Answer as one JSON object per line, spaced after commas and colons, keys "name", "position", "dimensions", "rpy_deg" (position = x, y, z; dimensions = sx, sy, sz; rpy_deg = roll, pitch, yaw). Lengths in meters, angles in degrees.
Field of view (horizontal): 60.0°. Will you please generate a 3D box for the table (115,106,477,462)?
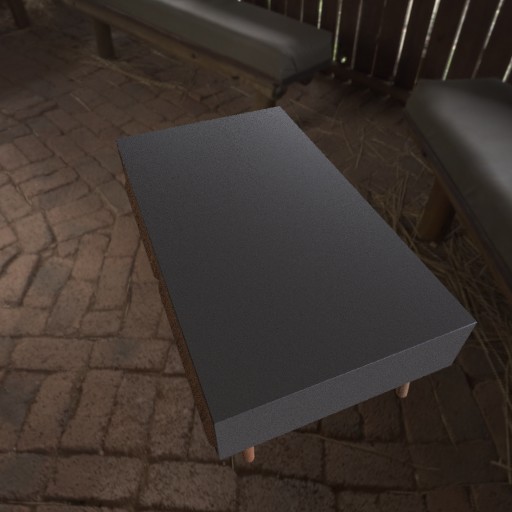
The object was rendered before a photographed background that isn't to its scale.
{"name": "table", "position": [0.000, 0.000, 1.543], "dimensions": [0.703, 0.404, 1.201], "rpy_deg": [-16, 48, -15]}
